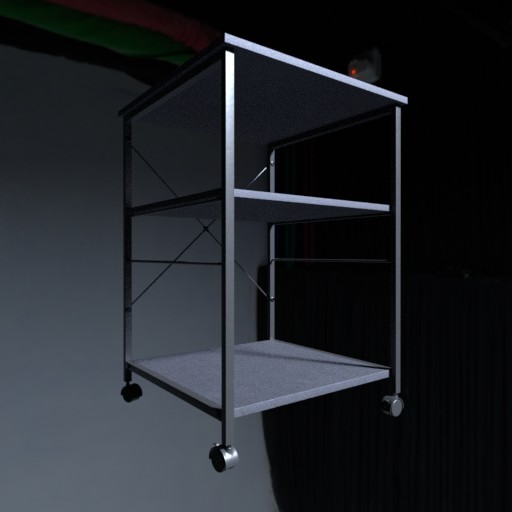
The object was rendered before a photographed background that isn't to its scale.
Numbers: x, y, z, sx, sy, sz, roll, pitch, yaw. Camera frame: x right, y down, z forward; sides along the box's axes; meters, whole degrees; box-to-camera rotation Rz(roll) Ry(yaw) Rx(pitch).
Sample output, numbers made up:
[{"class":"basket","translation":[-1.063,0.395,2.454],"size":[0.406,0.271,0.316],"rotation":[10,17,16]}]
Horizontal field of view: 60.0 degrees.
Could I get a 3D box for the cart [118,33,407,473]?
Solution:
[{"class":"cart","translation":[0.000,0.000,1.119],"size":[0.521,0.762,0.520],"rotation":[0,0,-37]}]
